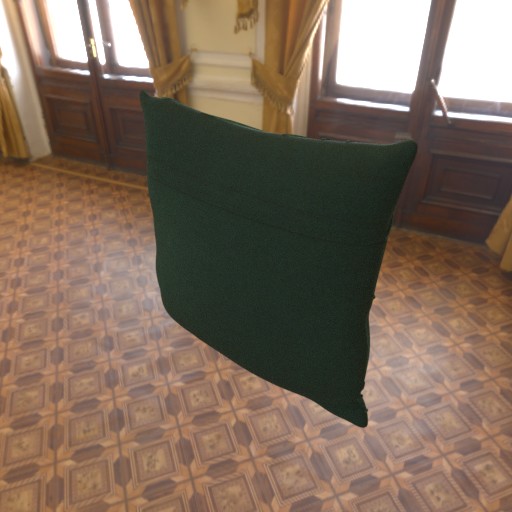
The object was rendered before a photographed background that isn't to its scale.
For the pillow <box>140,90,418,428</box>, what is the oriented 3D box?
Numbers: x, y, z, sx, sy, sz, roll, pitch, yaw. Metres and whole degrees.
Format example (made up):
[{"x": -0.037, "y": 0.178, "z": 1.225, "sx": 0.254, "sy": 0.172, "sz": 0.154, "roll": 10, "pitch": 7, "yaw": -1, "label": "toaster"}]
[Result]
[{"x": 0.000, "y": 0.000, "z": 0.673, "sx": 0.439, "sy": 0.440, "sz": 0.184, "roll": 23, "pitch": 39, "yaw": 31, "label": "pillow"}]
